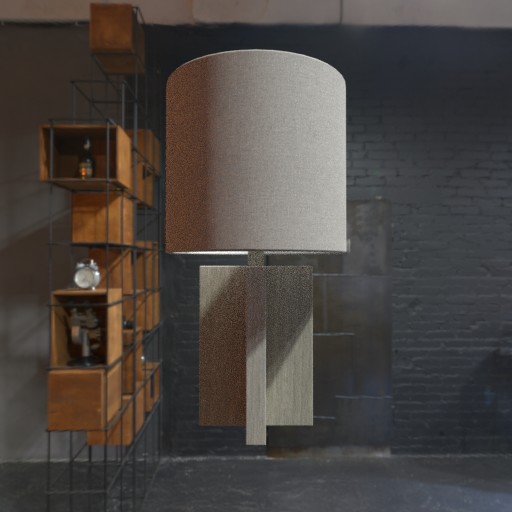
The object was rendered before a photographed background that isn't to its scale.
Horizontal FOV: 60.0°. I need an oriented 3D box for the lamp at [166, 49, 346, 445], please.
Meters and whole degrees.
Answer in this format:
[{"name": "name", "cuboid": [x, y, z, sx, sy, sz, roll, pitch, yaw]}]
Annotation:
[{"name": "lamp", "cuboid": [0.000, 0.000, 0.572, 0.229, 0.428, 0.229, 0, -1, 0]}]
